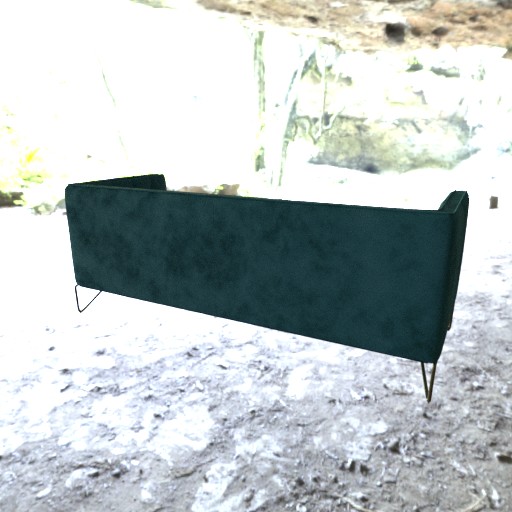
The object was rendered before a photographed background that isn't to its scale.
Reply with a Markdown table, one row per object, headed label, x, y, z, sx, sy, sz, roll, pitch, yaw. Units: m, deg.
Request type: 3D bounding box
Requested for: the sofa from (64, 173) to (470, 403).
| label | x | y | z | sx | sy | sz | roll | pitch | yaw |
| --- | --- | --- | --- | --- | --- | --- | --- | --- | --- |
| sofa | 0.000 | 0.000 | 2.505 | 2.087 | 0.789 | 0.867 | 8 | 18 | 27 |
